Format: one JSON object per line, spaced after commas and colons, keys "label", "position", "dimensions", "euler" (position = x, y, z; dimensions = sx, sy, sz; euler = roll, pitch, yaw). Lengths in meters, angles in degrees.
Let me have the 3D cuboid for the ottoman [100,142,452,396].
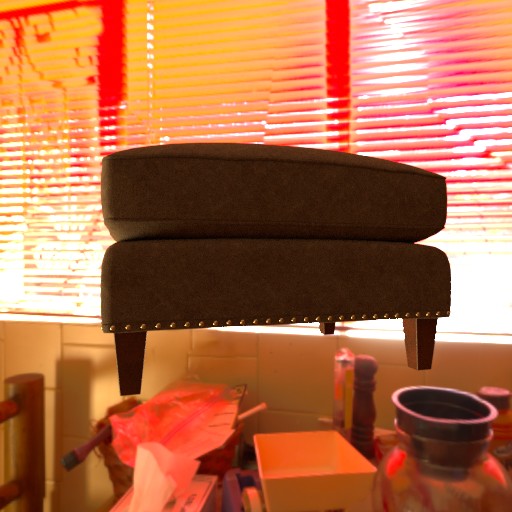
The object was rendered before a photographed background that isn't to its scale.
{"label": "ottoman", "position": [0.000, 0.000, 1.148], "dimensions": [0.741, 0.513, 0.584], "euler": [0, 0, -17]}
